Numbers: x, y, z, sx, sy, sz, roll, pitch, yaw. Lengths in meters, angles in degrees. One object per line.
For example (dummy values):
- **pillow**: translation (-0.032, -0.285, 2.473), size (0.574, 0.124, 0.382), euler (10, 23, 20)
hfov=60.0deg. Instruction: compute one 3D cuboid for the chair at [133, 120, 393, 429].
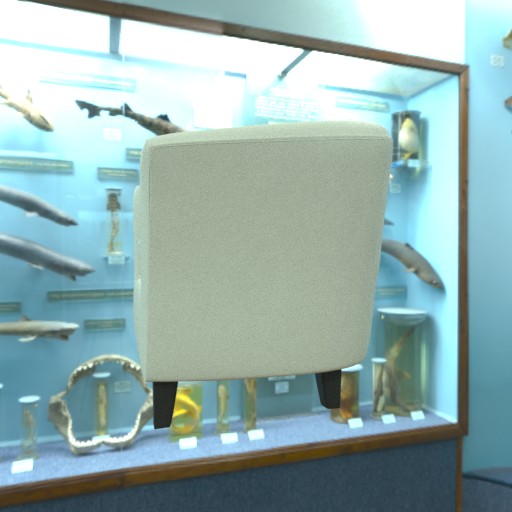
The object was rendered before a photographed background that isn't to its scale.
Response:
- **chair**: translation (0.000, 0.000, 1.380), size (0.727, 0.756, 0.792), euler (0, 1, -17)
